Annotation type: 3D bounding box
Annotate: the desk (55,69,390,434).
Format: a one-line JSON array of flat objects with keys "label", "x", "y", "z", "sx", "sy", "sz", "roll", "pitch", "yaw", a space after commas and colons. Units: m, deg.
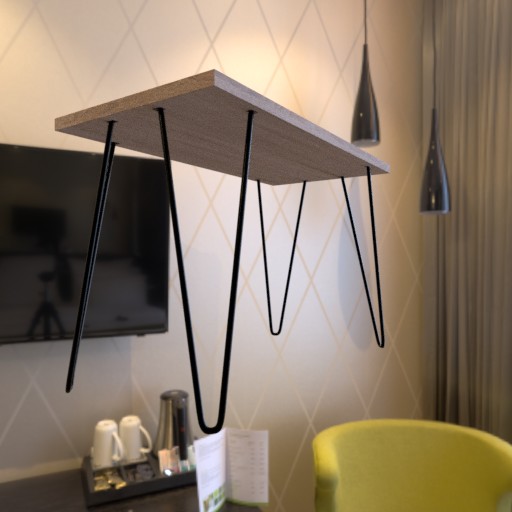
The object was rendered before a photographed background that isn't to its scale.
[{"label": "desk", "x": 0.000, "y": 0.000, "z": 1.335, "sx": 0.499, "sy": 0.660, "sz": 0.991, "roll": 0, "pitch": 0, "yaw": 34}]
